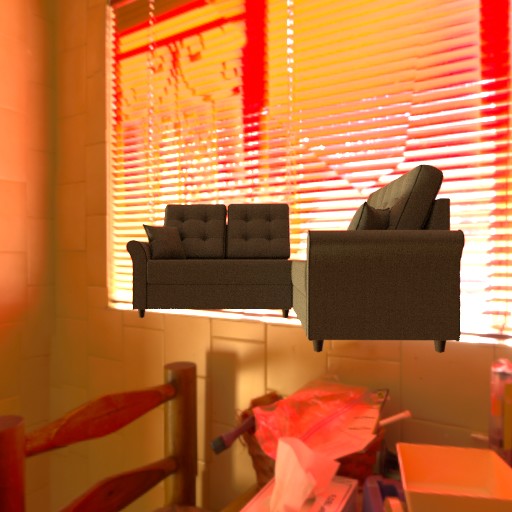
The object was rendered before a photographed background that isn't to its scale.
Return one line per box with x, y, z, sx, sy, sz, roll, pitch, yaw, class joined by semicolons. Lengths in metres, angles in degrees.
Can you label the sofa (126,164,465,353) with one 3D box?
0.000;0.000;3.199;2.068;0.988;2.070;0;0;1;sofa
